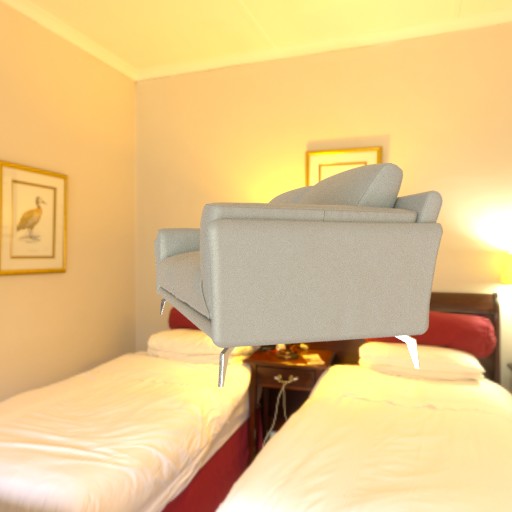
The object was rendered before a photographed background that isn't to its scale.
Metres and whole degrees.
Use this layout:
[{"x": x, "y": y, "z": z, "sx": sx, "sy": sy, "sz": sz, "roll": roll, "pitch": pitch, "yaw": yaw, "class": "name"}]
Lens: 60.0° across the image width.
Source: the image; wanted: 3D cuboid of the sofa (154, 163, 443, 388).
[{"x": 0.000, "y": 0.000, "z": 2.691, "sx": 1.049, "sy": 0.930, "sz": 2.101, "roll": 0, "pitch": 0, "yaw": -18, "class": "sofa"}]
